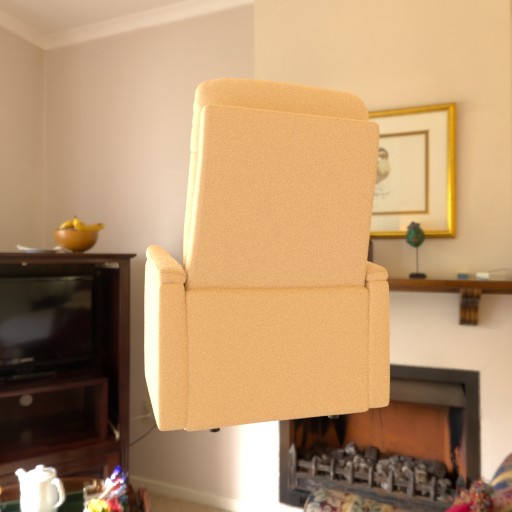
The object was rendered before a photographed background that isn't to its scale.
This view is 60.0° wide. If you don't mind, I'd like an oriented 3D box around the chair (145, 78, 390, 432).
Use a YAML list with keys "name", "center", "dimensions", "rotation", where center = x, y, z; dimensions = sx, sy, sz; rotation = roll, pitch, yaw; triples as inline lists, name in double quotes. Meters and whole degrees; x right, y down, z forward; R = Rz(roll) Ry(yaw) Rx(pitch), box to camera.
- name: "chair"
  center: [0.000, 0.000, 1.658]
  dimensions: [0.775, 1.082, 0.831]
  rotation: [0, -1, -17]
